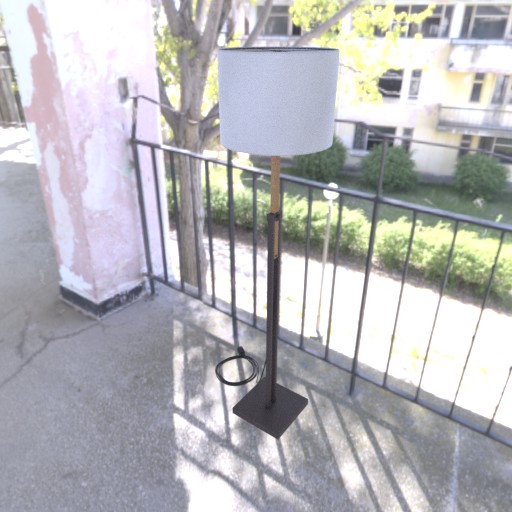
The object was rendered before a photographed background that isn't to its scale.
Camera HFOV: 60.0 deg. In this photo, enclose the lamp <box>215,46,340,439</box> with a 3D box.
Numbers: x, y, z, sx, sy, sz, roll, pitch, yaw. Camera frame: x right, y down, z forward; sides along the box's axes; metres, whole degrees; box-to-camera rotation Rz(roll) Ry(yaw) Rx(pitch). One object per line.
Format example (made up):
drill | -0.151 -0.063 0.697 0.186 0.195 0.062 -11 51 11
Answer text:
lamp | 0.000 0.000 1.939 0.639 1.650 0.474 19 33 32
